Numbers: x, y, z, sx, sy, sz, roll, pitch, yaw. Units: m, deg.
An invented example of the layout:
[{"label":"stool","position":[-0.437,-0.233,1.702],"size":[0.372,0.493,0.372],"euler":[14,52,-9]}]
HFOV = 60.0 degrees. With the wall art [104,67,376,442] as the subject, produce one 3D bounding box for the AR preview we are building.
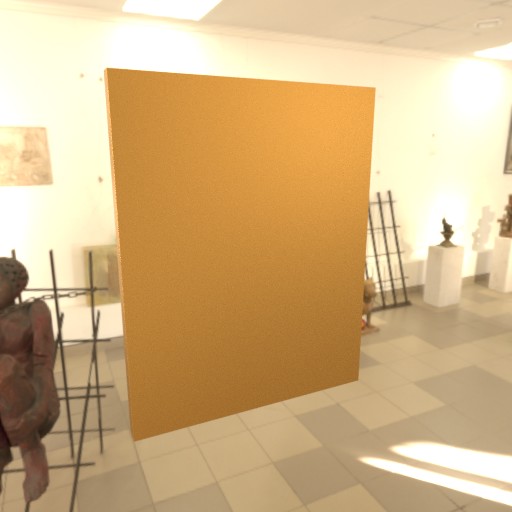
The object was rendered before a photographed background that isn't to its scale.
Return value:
[{"label":"wall art","position":[0.000,0.000,1.023],"size":[0.610,0.762,0.038],"euler":[-6,15,-25]}]
